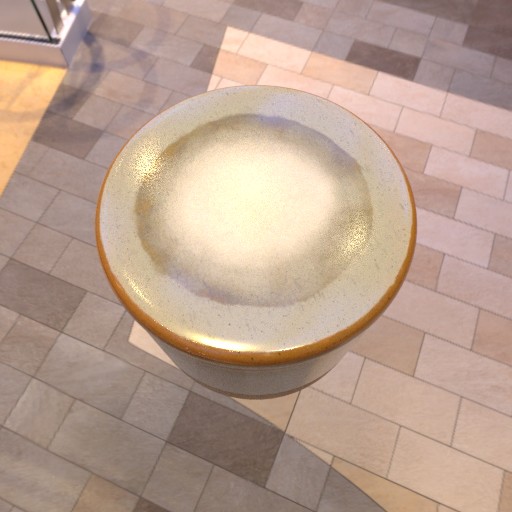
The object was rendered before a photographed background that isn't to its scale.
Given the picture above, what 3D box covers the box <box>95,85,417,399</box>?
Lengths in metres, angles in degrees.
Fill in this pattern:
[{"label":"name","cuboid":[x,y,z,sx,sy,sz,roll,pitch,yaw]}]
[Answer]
[{"label":"box","cuboid":[0.000,0.000,0.211,0.123,0.100,0.123,0,64,0]}]
